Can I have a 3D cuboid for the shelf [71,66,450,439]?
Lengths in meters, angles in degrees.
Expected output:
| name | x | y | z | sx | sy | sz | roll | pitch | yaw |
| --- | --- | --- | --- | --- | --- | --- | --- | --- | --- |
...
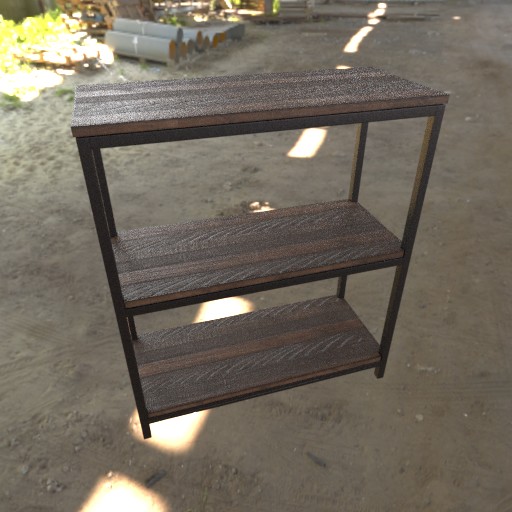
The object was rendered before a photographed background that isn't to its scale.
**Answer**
| name | x | y | z | sx | sy | sz | roll | pitch | yaw |
| --- | --- | --- | --- | --- | --- | --- | --- | --- | --- |
| shelf | 0.000 | 0.000 | 1.316 | 0.822 | 0.947 | 0.352 | -10 | 34 | -14 |
